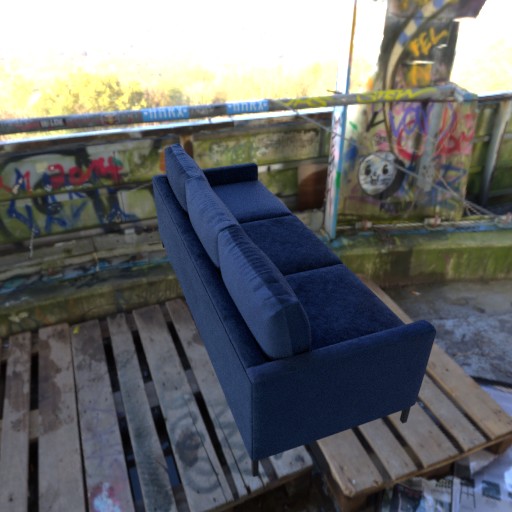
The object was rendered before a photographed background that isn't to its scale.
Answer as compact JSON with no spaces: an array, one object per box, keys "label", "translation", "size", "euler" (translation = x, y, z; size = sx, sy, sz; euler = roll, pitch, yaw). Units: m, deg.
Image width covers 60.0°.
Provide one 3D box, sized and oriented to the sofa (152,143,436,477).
[{"label":"sofa","translation":[0.000,0.000,2.741],"size":[0.875,0.879,2.252],"euler":[-11,33,-18]}]
